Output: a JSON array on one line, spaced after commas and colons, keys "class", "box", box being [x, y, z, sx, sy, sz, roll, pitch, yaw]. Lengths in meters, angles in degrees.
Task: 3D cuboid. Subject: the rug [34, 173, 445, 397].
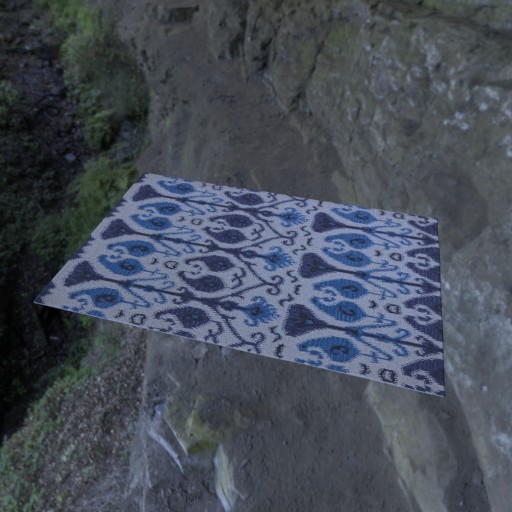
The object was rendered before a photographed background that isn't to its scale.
[{"class": "rug", "box": [0.000, 0.000, 2.121, 1.698, 0.013, 1.072, 10, 44, 11]}]
